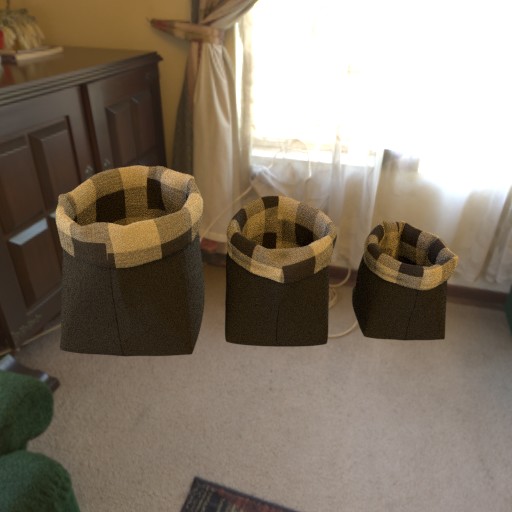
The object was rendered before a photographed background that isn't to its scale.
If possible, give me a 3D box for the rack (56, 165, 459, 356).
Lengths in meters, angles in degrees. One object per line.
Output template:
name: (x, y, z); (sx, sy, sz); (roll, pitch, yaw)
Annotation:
rack: (0.000, 0.000, 1.047); (0.889, 0.329, 0.370); (0, 31, 0)
